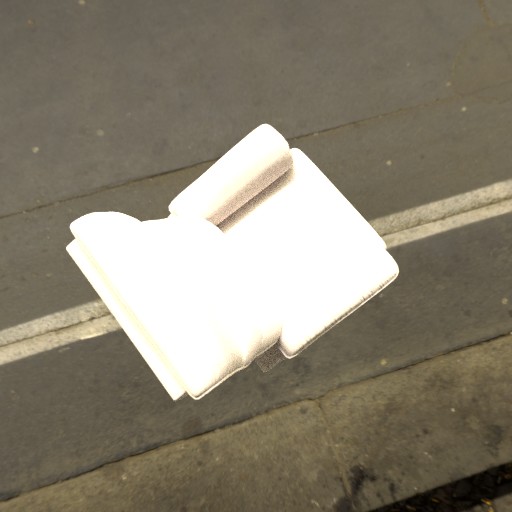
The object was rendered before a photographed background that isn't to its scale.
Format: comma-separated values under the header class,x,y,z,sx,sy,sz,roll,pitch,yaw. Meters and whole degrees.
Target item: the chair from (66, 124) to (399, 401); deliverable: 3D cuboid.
class,x,y,z,sx,sy,sz,roll,pitch,yaw
chair,0.000,0.000,1.758,1.001,1.039,0.820,-38,78,-9
